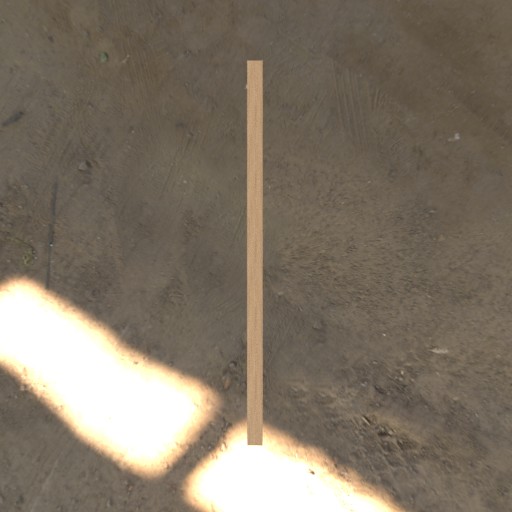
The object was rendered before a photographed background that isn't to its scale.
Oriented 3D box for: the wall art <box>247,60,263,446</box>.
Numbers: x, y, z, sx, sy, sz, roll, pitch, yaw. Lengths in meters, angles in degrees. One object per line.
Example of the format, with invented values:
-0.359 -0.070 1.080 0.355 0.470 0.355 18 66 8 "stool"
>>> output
0.000 0.000 1.281 0.027 1.020 0.669 0 89 0 "wall art"
